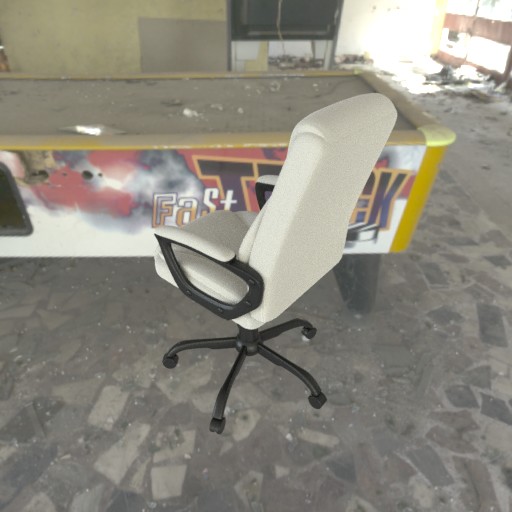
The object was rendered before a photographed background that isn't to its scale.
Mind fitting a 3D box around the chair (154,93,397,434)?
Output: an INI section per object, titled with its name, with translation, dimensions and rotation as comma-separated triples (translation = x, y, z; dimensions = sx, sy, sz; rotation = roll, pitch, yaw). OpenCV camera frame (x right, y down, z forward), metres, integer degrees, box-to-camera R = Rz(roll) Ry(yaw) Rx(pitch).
[chair]
translation = 0.000, 0.000, 1.479
dimensions = 0.669, 1.065, 0.663
rotation = 22, 38, 31
